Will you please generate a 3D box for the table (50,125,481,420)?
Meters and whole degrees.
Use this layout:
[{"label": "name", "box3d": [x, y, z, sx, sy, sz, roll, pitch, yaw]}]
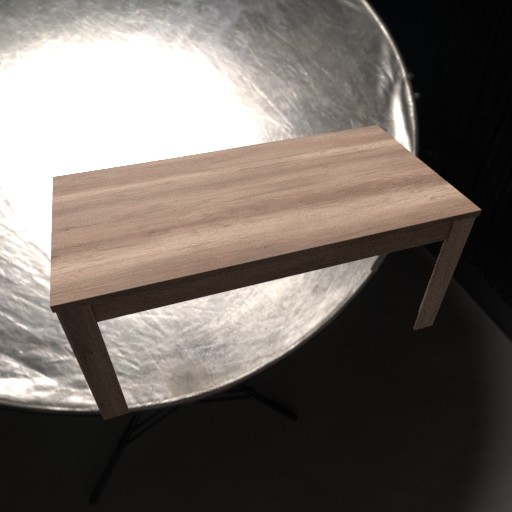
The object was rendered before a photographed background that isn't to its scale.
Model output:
[{"label": "table", "box3d": [0.000, 0.000, 2.323, 1.800, 0.790, 0.900, -12, 43, -14]}]
